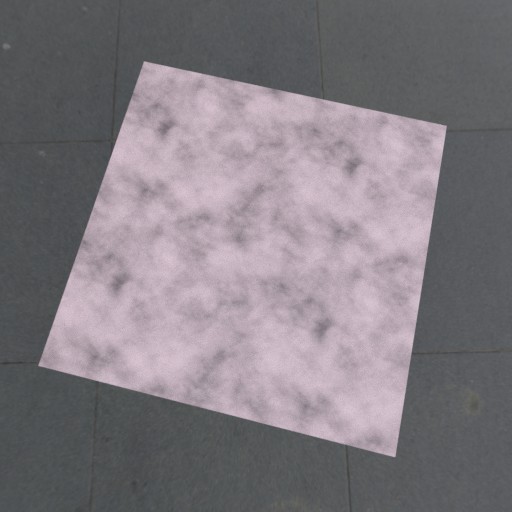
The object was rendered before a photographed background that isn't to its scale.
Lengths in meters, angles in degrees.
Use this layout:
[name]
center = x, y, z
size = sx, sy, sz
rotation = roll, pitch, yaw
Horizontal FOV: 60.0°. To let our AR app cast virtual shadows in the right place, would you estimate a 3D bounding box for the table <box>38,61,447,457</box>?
[table]
center = 0.000, 0.000, 1.028
size = 0.670, 0.305, 0.670
rotation = 13, 77, 3
